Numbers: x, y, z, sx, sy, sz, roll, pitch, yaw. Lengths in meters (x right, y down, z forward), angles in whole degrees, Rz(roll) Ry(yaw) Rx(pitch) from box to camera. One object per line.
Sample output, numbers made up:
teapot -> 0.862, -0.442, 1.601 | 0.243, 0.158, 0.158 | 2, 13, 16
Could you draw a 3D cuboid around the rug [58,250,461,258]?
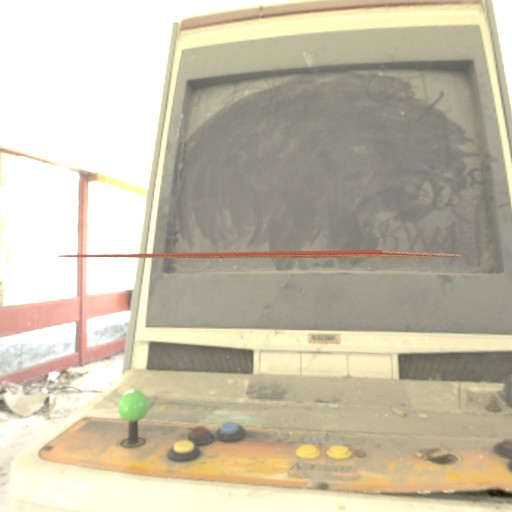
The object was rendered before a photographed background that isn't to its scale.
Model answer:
rug -> 0.000, 0.000, 2.369 | 1.802, 0.013, 1.194 | 0, -1, 36
